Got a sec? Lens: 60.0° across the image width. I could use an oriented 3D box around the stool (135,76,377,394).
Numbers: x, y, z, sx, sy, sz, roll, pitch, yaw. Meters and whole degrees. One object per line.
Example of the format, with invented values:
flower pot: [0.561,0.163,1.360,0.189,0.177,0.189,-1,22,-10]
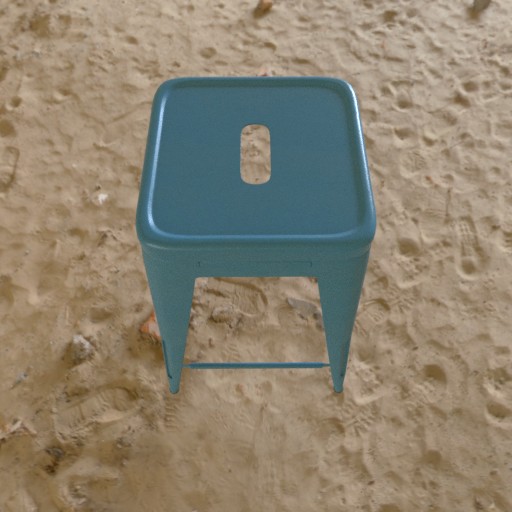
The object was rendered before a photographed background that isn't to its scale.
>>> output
stool: [0.000,0.000,0.875,0.410,0.608,0.410,0,62,0]
